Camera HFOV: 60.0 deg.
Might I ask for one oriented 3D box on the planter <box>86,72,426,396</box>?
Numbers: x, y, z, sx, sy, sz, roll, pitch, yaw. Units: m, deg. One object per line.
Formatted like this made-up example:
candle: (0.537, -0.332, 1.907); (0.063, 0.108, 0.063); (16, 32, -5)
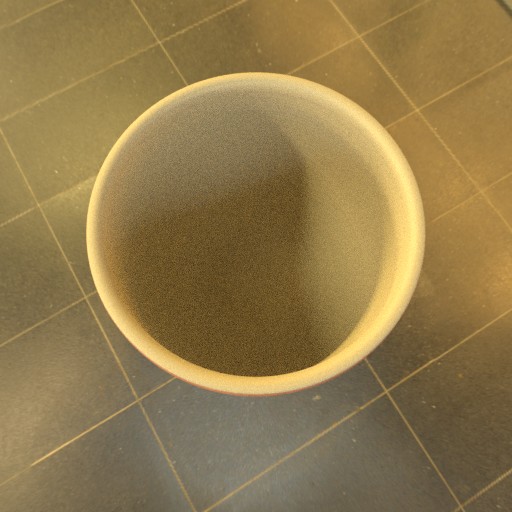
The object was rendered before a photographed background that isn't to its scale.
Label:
planter: (0.000, 0.000, 0.212); (0.124, 0.109, 0.124); (0, 75, 0)
